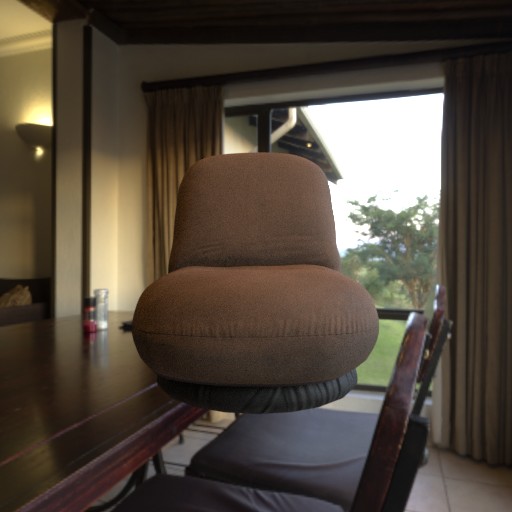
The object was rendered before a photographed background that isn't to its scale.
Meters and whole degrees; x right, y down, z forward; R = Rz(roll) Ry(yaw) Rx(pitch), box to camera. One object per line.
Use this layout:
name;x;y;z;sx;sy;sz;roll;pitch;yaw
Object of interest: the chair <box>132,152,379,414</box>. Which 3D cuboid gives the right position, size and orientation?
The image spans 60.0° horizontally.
chair;0.000;0.000;1.051;0.521;0.594;0.597;0;0;0
